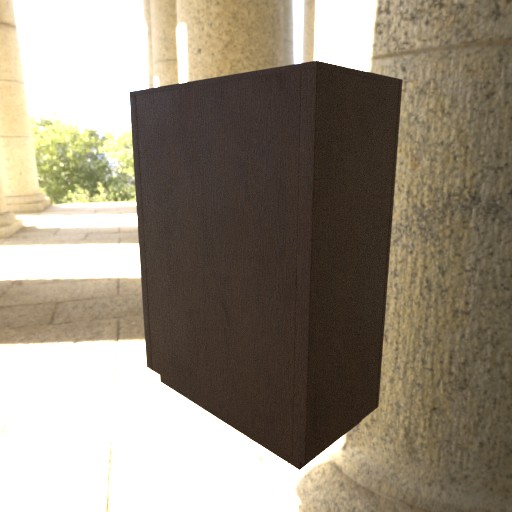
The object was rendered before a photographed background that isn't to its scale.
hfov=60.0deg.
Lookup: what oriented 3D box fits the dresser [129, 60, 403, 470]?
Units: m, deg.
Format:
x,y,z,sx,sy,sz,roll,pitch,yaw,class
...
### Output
x,y,z,sx,sy,sz,roll,pitch,yaw,class
0.000,0.000,1.835,0.964,1.320,0.516,13,19,43,dresser
